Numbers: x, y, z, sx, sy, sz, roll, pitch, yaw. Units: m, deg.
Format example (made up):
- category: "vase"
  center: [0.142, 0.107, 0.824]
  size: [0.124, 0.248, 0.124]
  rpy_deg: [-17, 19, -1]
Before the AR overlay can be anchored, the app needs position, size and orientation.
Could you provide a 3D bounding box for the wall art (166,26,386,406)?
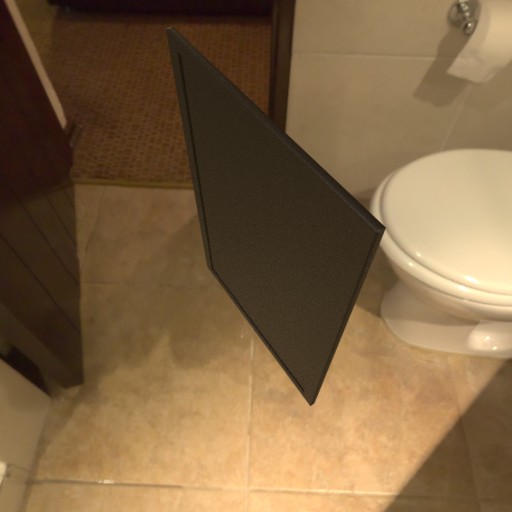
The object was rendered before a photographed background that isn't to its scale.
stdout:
- category: "wall art"
  center: [0.000, 0.000, 0.828]
  size: [0.012, 0.661, 0.451]
  rpy_deg: [-30, 62, -18]
